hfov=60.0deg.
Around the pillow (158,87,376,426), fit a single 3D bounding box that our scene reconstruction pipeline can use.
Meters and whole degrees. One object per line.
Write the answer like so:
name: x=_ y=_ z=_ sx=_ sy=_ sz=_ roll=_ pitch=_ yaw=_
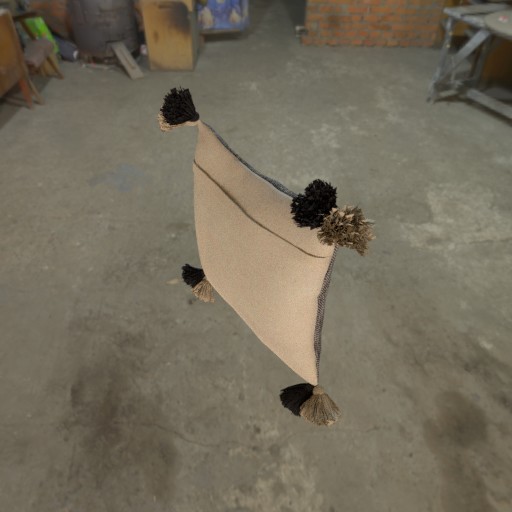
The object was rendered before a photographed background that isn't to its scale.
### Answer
pillow: x=0.000 y=0.000 z=1.023 sx=0.170 sy=0.659 sz=0.654 roll=-25 pitch=47 yaw=-26
